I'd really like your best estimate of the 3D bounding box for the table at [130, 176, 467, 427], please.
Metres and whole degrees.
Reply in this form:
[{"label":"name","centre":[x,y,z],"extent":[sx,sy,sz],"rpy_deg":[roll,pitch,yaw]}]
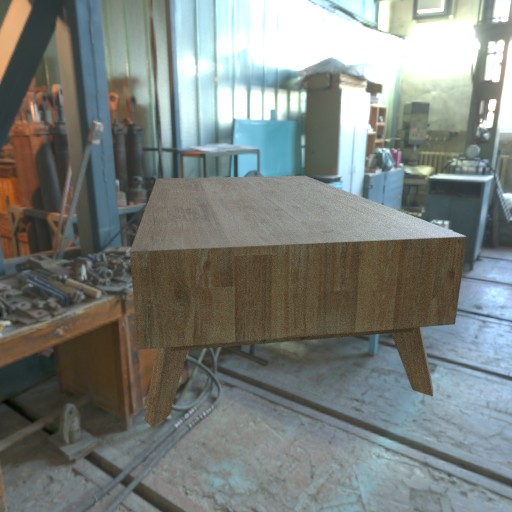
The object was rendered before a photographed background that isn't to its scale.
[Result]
[{"label":"table","centre":[0.000,0.000,1.992],"extent":[0.918,0.531,1.619],"rpy_deg":[-3,16,-9]}]
